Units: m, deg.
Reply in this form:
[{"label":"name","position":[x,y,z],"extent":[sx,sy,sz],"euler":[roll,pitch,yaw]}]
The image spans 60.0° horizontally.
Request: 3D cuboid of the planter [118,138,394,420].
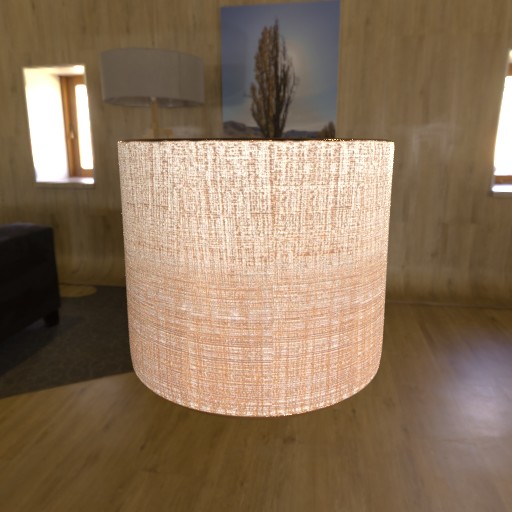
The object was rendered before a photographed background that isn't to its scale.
[{"label":"planter","position":[0.000,0.000,0.310],"extent":[0.177,0.157,0.177],"euler":[0,14,0]}]
